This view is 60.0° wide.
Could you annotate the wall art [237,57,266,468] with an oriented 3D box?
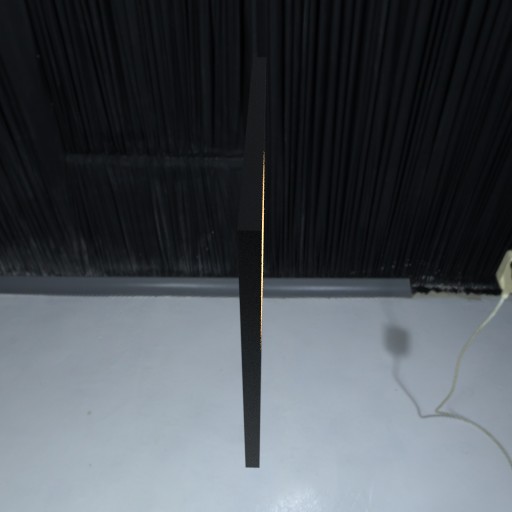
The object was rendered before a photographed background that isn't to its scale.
[{"bbox_3d":[0.000,0.000,1.152,0.036,0.755,0.756,1,41,1],"label":"wall art"}]
